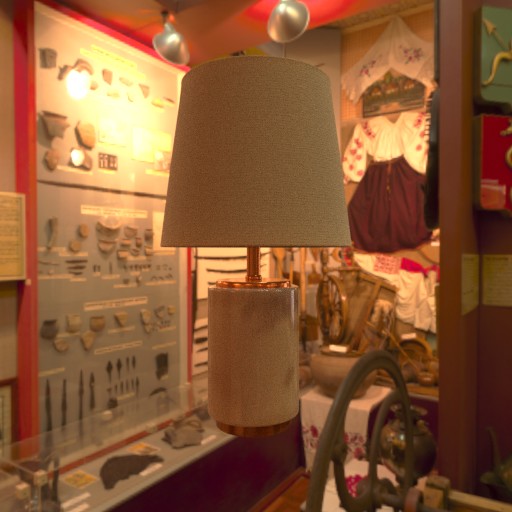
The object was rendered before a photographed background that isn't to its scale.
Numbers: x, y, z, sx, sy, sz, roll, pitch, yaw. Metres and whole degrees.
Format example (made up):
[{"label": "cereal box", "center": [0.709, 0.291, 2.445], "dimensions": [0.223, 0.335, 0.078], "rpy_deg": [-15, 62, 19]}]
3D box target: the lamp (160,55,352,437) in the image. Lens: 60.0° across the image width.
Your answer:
[{"label": "lamp", "center": [0.000, 0.000, 0.449], "dimensions": [0.189, 0.340, 0.189], "rpy_deg": [0, 1, 0]}]
